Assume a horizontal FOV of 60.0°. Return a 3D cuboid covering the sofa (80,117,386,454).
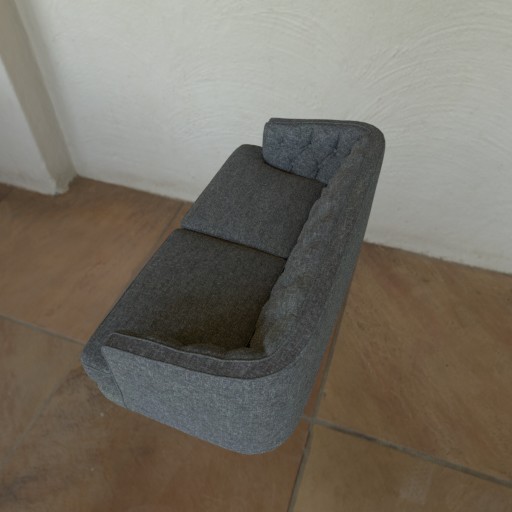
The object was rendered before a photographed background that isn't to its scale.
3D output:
[{"bbox_3d":[0.000,0.000,2.270,0.941,0.855,1.733,17,50,15],"label":"sofa"}]
